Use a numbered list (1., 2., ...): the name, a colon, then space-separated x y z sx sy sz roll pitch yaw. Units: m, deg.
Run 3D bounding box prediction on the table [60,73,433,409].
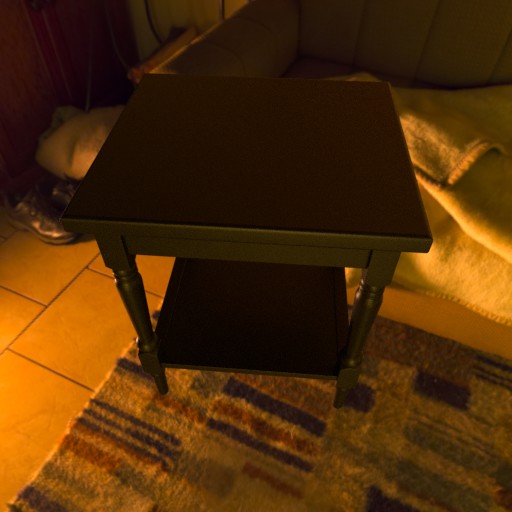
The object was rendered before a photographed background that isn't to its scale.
1. table: 0.000 0.000 0.927 0.488 0.565 0.442 3 46 3
